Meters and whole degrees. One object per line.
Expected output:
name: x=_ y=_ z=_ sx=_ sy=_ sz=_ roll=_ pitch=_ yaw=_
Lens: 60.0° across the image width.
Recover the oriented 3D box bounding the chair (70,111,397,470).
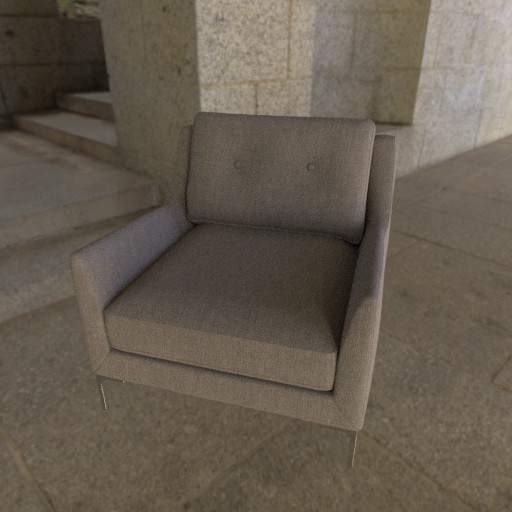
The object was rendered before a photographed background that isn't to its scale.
chair: x=0.000 y=0.000 z=1.493 sx=0.847 sy=0.828 sz=0.849 roll=7 pitch=27 yaw=15
